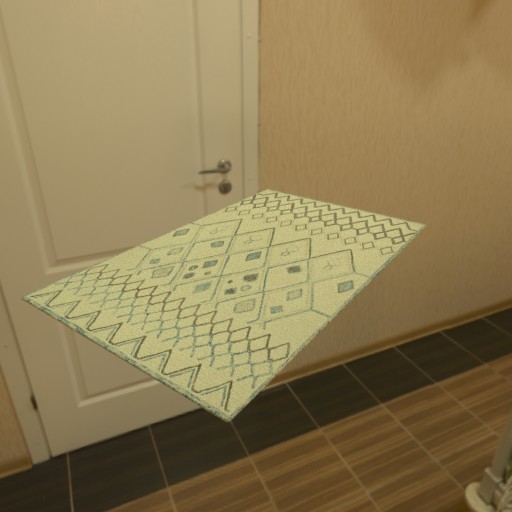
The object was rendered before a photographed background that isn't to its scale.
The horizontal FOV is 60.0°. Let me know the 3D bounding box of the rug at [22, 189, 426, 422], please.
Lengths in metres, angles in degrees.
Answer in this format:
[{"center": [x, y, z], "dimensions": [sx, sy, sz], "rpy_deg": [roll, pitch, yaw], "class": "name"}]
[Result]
[{"center": [0.000, 0.000, 2.990], "dimensions": [1.524, 0.015, 2.439], "rpy_deg": [18, 32, 32], "class": "rug"}]
